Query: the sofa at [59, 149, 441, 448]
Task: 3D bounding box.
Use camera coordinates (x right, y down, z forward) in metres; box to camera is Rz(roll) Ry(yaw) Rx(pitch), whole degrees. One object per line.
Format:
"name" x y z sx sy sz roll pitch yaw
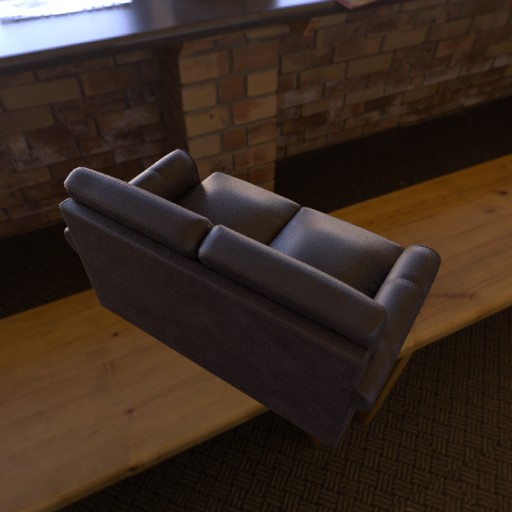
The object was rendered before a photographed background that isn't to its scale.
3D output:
"sofa" 0.000 0.000 2.301 1.663 0.979 1.030 25 52 22
